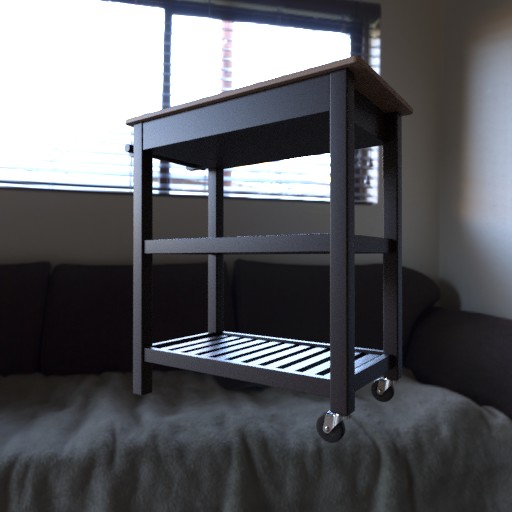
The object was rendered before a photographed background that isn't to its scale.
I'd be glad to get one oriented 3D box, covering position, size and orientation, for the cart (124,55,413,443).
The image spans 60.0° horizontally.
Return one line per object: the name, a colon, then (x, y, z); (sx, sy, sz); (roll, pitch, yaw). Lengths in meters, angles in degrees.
cart: (0.000, 0.000, 1.466); (0.899, 0.927, 0.457); (0, -1, 35)
